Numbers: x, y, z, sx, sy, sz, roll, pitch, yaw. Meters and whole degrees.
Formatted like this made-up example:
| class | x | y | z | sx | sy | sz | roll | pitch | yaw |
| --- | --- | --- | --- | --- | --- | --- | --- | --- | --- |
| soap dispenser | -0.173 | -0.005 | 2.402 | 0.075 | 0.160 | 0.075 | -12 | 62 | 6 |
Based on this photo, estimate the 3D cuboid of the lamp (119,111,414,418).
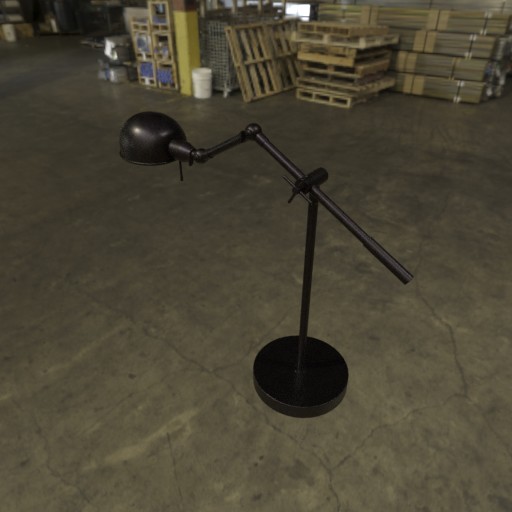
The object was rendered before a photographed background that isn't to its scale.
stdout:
| class | x | y | z | sx | sy | sz | roll | pitch | yaw |
| --- | --- | --- | --- | --- | --- | --- | --- | --- | --- |
| lamp | 0.000 | 0.000 | 0.803 | 0.567 | 0.495 | 0.185 | 23 | 39 | 31 |
